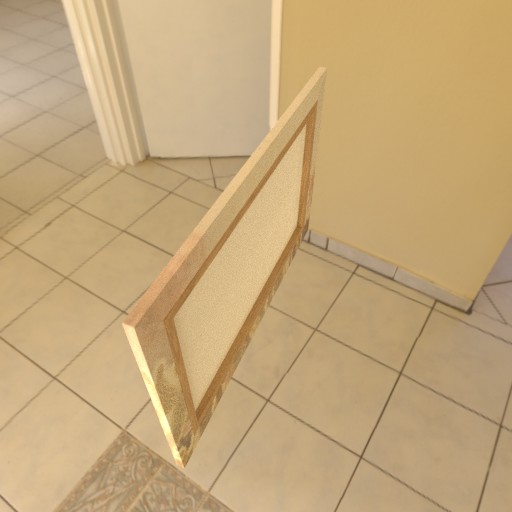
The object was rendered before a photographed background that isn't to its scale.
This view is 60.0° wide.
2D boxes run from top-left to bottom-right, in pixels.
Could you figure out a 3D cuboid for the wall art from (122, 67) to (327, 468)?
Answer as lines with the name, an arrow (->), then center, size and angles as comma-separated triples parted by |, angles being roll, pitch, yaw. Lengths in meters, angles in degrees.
wall art -> 0.000, 0.000, 1.904 | 0.038, 1.012, 1.525 | 18, 50, 16
